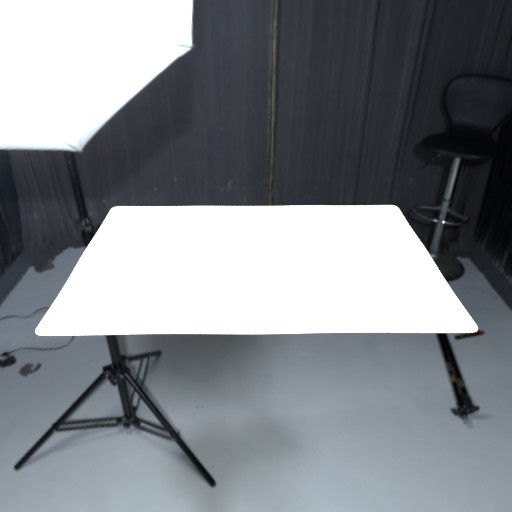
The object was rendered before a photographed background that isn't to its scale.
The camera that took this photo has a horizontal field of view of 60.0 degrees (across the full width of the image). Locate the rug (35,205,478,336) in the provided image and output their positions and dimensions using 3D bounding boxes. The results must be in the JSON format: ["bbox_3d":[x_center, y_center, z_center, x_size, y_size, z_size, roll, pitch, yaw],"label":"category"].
[{"bbox_3d":[0.000,0.000,3.446,2.698,0.025,1.798,0,31,-1],"label":"rug"}]
